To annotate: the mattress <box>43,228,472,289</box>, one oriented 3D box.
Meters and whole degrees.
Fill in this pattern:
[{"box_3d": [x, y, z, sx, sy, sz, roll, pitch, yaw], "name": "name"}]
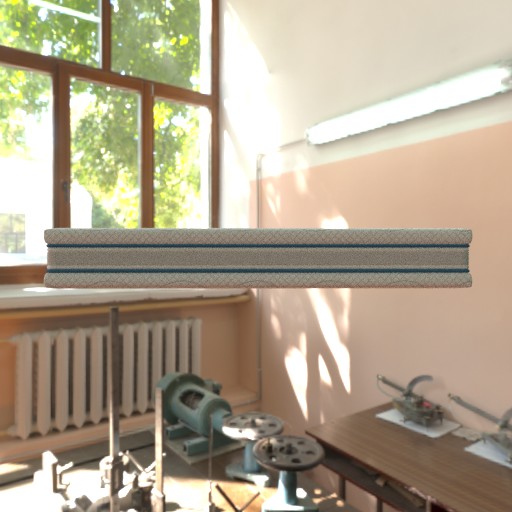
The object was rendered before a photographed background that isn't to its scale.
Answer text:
[{"box_3d": [0.000, 0.000, 2.645, 1.600, 0.230, 2.000, 0, 1, -1], "name": "mattress"}]
